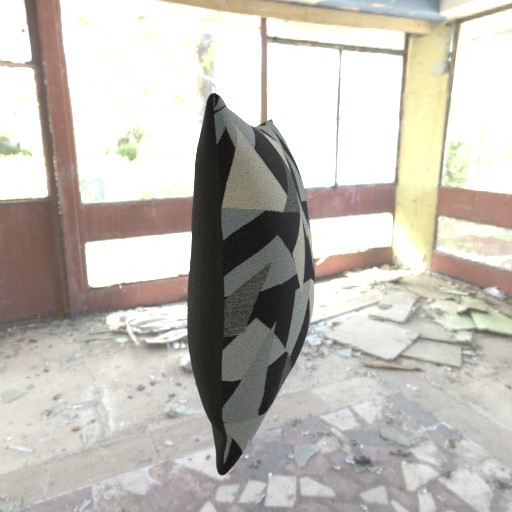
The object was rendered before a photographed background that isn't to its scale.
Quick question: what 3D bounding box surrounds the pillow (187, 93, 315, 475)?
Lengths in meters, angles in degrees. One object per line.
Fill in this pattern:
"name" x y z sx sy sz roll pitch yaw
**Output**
"pillow" 0.000 0.000 0.778 0.208 0.496 0.503 2 15 9
